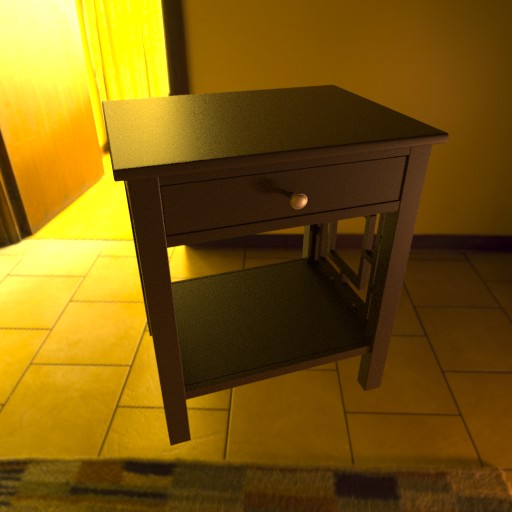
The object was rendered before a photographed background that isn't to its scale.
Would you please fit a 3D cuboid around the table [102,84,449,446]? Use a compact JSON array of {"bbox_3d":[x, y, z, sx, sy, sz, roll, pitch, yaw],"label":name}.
[{"bbox_3d":[0.000,0.000,1.035,0.564,0.646,0.451,-10,33,-15],"label":"table"}]
